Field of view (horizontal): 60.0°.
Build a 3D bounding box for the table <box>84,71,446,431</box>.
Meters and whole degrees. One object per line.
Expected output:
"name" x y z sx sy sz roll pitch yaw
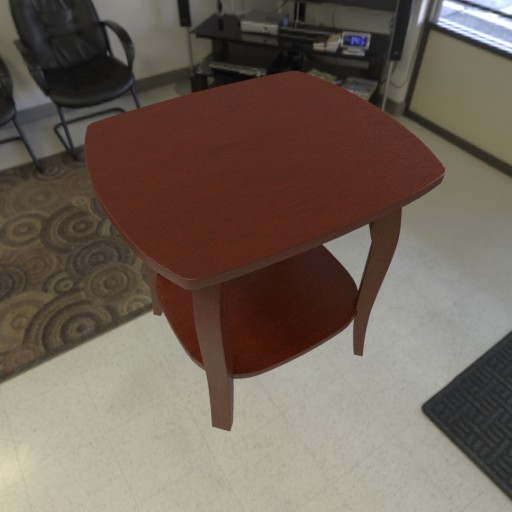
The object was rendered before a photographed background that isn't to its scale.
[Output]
"table" 0.000 0.000 0.875 0.502 0.496 0.433 -23 50 -20
